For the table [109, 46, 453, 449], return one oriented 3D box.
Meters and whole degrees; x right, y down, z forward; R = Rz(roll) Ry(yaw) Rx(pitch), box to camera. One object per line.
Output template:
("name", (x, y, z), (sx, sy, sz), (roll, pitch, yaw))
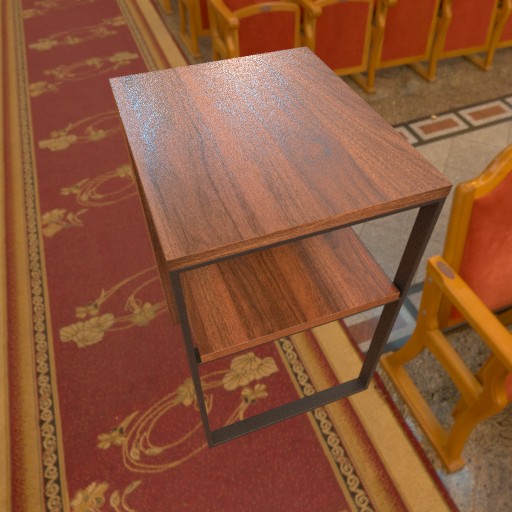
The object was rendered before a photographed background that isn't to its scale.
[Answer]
("table", (0.000, 0.000, 1.557), (0.660, 1.041, 0.786), (-15, 50, -14))
